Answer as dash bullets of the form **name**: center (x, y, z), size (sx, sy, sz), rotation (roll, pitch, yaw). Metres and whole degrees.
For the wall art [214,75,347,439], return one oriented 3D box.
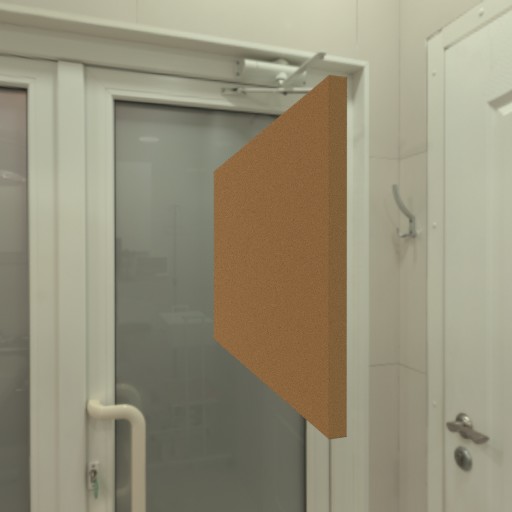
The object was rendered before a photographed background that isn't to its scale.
- **wall art**: center (0.000, 0.000, 1.180), size (0.033, 0.608, 0.915), rotation (0, 0, -18)
